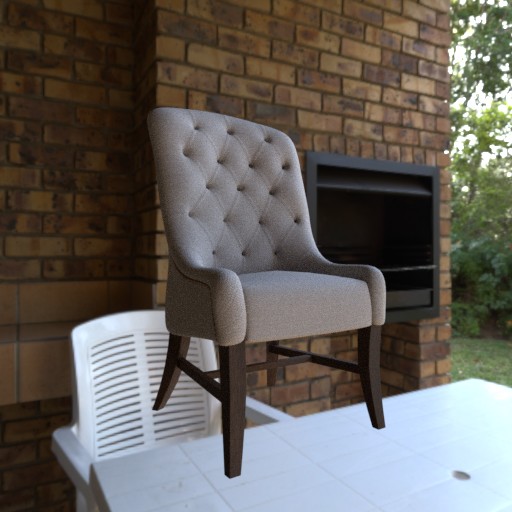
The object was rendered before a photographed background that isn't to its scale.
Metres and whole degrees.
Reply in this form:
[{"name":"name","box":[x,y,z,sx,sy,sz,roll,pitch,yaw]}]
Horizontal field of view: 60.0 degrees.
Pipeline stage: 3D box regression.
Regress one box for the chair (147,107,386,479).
[{"name":"chair","box":[0.000,0.000,1.502,0.634,1.091,0.629,0,0,-34]}]
